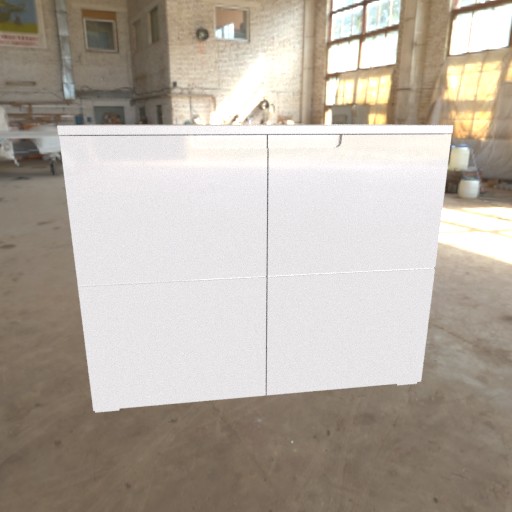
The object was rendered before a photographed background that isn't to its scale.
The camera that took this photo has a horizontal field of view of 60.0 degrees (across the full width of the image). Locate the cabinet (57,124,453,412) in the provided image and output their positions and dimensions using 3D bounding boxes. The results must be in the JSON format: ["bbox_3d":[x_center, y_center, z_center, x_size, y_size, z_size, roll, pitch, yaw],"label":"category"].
[{"bbox_3d":[0.000,0.000,1.410,1.000,0.800,0.400,-3,17,-8],"label":"cabinet"}]
